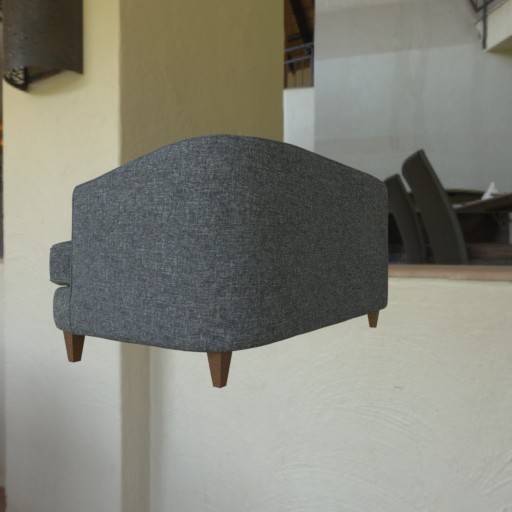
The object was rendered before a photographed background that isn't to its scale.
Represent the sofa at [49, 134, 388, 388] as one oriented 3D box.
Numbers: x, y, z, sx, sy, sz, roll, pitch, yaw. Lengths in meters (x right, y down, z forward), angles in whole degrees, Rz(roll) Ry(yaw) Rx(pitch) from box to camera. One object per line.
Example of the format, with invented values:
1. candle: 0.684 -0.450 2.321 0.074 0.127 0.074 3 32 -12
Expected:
1. sofa: 0.000 0.000 2.256 0.941 0.855 1.733 0 1 35
